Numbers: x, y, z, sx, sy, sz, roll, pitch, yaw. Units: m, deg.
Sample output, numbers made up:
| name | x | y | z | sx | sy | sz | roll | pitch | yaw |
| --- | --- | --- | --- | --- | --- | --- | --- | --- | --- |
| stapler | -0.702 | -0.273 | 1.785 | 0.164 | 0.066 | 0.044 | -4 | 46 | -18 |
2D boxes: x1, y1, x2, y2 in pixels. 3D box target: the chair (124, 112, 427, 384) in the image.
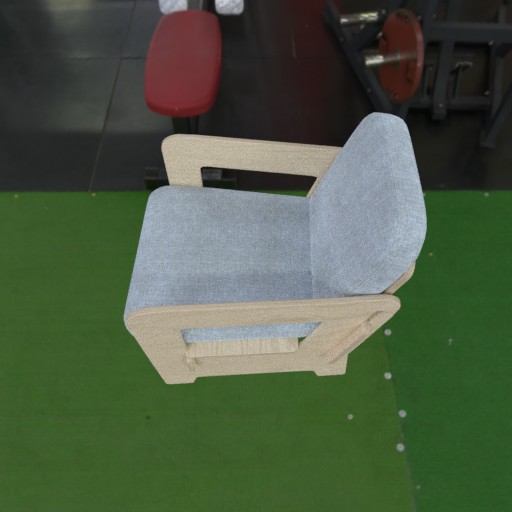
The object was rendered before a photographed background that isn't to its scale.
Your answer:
| name | x | y | z | sx | sy | sz | roll | pitch | yaw |
| --- | --- | --- | --- | --- | --- | --- | --- | --- | --- |
| chair | 0.000 | 0.000 | 1.303 | 0.710 | 0.800 | 0.590 | 2 | 58 | 1 |
